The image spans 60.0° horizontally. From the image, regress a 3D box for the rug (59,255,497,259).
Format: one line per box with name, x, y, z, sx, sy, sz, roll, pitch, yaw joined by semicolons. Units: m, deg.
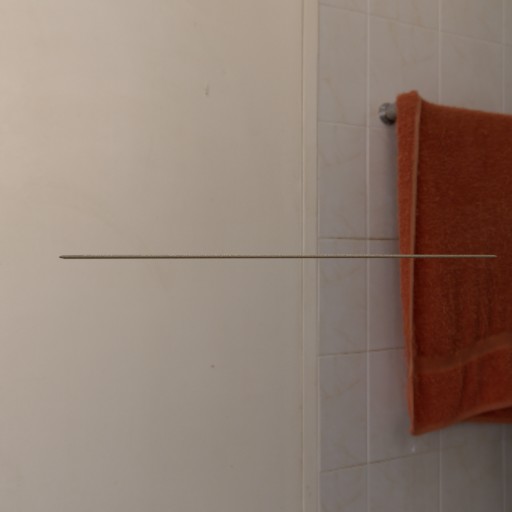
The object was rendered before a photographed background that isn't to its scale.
rug;0.000;0.000;3.989;3.041;0.020;2.413;0;0;-18
